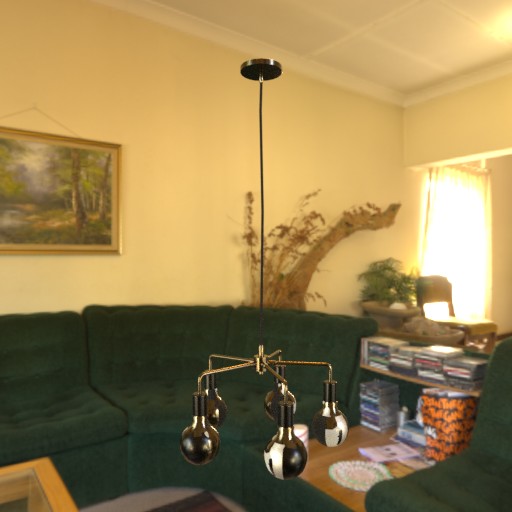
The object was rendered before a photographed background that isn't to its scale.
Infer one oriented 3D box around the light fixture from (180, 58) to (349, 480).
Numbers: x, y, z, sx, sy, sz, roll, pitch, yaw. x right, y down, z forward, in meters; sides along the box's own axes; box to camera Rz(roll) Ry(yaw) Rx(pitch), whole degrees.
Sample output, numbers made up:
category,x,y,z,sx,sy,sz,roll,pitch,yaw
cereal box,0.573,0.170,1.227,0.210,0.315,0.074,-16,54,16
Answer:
category,x,y,z,sx,sy,sz,roll,pitch,yaw
light fixture,0.000,0.000,1.172,0.421,0.988,0.438,0,0,37
